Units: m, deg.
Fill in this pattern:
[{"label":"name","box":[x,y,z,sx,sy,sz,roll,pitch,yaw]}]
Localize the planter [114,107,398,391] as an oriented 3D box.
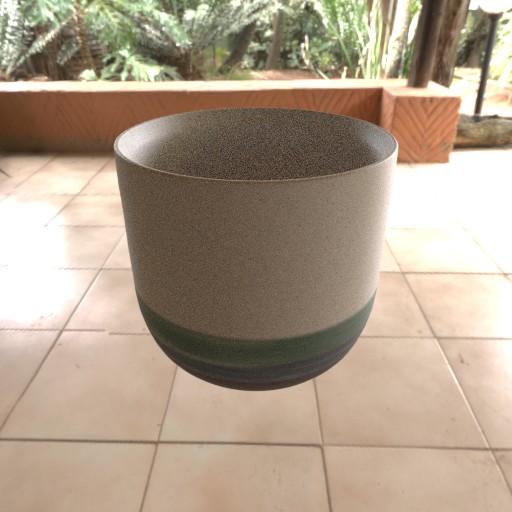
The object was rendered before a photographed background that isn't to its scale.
[{"label":"planter","box":[0.000,0.000,0.495,0.268,0.270,0.268,0,29,0]}]
